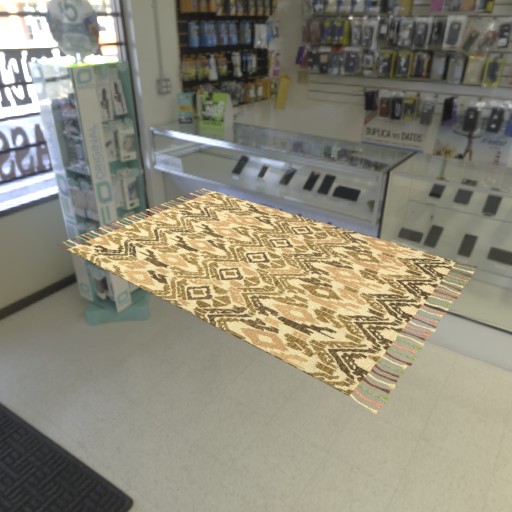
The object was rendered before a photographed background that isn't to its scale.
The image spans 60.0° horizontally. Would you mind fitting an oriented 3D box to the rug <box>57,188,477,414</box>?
[{"bbox_3d":[0.000,0.000,2.968,2.438,0.008,1.524,20,34,33],"label":"rug"}]
